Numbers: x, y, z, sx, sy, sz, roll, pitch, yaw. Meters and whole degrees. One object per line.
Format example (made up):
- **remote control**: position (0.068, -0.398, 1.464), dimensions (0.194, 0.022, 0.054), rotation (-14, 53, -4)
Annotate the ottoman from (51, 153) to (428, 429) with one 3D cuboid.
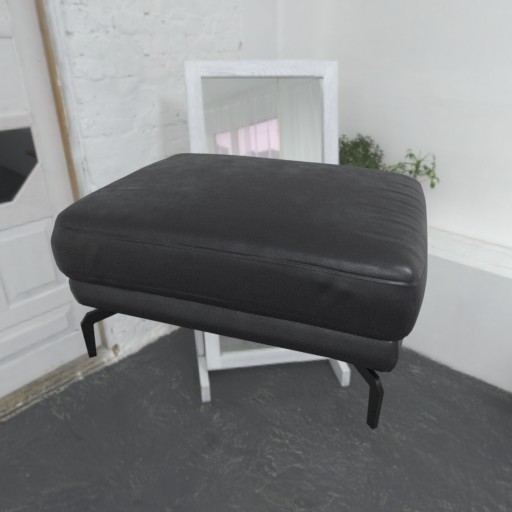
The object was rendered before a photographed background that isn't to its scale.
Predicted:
- **ottoman**: position (0.000, 0.000, 1.097), dimensions (0.764, 0.402, 0.570), rotation (9, 28, 17)
